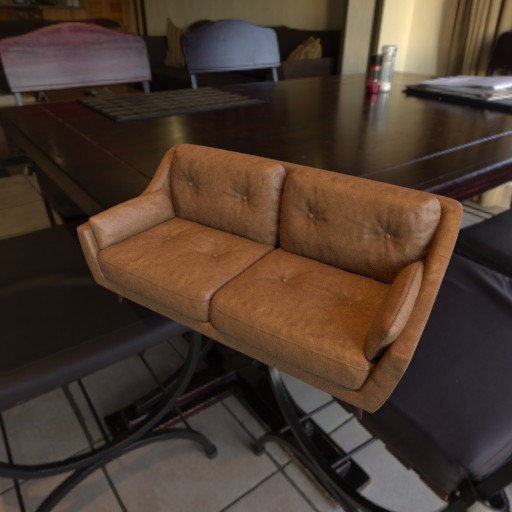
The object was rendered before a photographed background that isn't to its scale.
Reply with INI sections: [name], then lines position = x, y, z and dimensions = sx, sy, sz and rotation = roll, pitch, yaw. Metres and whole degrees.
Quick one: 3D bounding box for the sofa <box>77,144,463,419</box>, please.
[sofa]
position = 0.000, 0.000, 2.393
dimensions = 1.902, 0.839, 0.904
rotation = 19, 35, 29
